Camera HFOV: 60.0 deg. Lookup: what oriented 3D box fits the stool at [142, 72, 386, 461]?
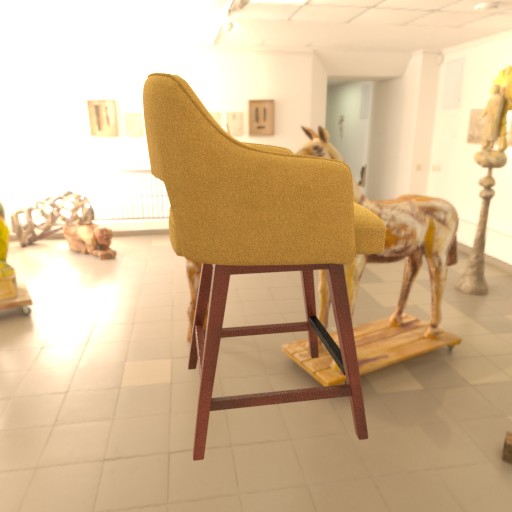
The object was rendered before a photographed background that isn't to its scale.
[{"bbox_3d":[0.000,0.000,1.238,0.558,0.924,0.548,-3,17,-10],"label":"stool"}]
